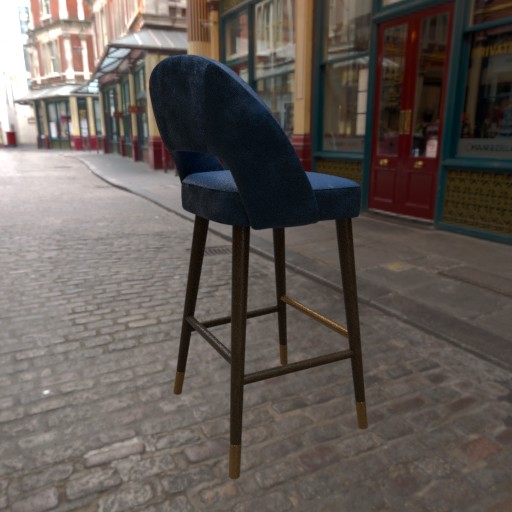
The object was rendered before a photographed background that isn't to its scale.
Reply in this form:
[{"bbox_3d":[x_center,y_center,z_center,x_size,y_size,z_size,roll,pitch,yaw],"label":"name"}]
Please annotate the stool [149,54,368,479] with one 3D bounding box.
[{"bbox_3d":[0.000,0.000,1.274,0.515,1.016,0.514,-8,16,-28],"label":"stool"}]
